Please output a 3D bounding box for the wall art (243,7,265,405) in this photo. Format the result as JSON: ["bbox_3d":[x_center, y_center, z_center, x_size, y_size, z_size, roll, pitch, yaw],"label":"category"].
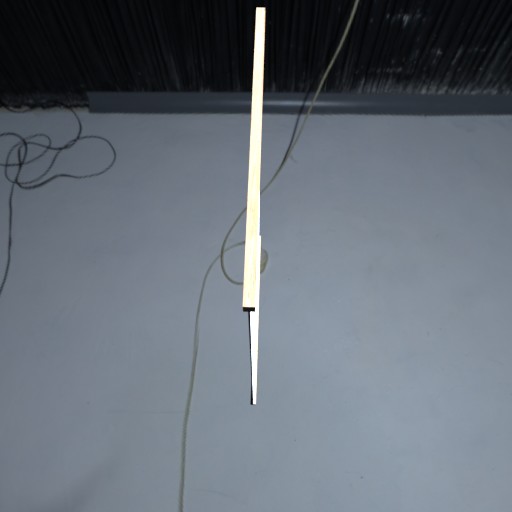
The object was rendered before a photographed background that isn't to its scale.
[{"bbox_3d":[0.000,0.000,1.871,0.028,1.533,0.999,2,64,1],"label":"wall art"}]
